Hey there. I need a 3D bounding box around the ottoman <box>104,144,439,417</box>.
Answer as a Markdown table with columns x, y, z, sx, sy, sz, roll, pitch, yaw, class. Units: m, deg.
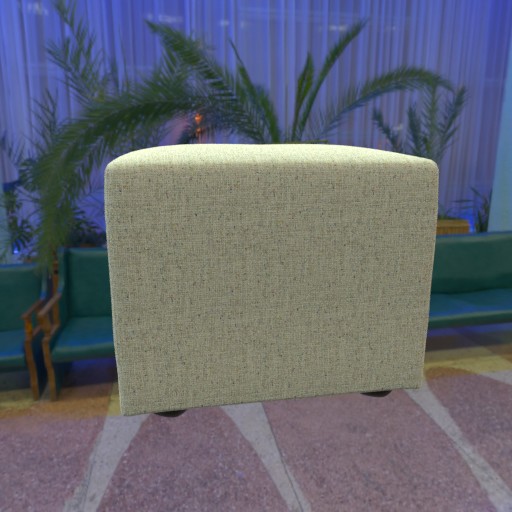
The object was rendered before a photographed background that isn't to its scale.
| x | y | z | sx | sy | sz | roll | pitch | yaw | class |
| --- | --- | --- | --- | --- | --- | --- | --- | --- | --- |
| 0.000 | 0.000 | 0.926 | 0.521 | 0.453 | 0.512 | -2 | 14 | -9 | ottoman |
